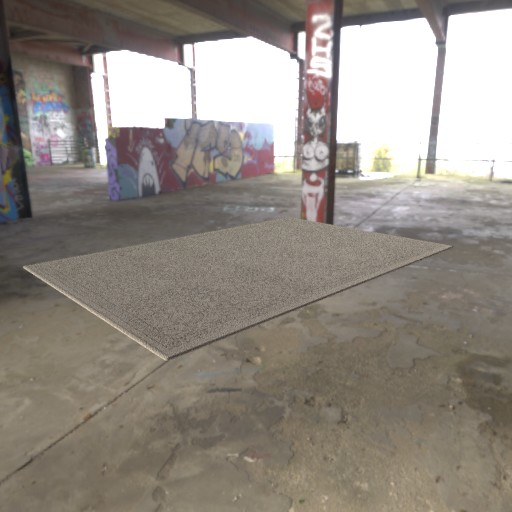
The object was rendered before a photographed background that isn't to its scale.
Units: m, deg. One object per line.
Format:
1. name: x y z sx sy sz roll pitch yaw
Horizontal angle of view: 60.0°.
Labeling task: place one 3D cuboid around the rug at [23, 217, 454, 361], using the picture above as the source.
1. rug: 0.000 0.000 2.237 1.829 0.010 1.219 -14 21 -42
